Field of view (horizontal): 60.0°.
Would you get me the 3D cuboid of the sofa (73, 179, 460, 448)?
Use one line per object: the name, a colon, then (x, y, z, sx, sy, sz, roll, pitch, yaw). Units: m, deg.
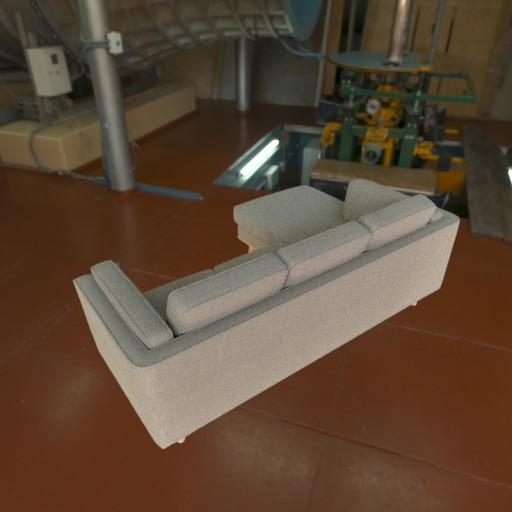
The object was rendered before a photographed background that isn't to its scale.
sofa: (0.000, 0.000, 3.135, 2.411, 0.929, 1.604, -21, 38, -30)
